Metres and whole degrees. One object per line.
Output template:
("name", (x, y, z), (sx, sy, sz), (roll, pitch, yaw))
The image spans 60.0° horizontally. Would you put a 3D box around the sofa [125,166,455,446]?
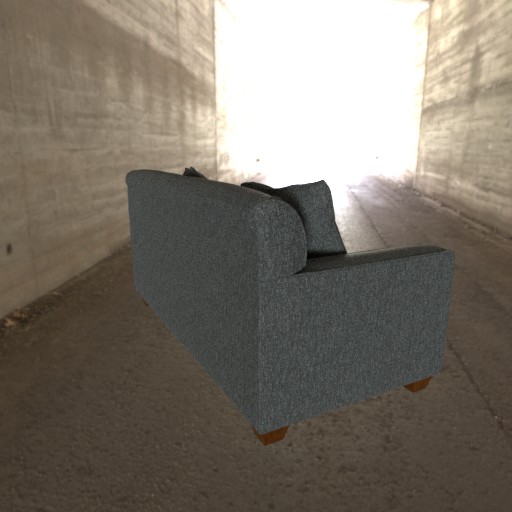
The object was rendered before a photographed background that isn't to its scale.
("sofa", (0.000, 0.000, 2.464), (0.998, 0.958, 1.846), (-7, 16, -27))
